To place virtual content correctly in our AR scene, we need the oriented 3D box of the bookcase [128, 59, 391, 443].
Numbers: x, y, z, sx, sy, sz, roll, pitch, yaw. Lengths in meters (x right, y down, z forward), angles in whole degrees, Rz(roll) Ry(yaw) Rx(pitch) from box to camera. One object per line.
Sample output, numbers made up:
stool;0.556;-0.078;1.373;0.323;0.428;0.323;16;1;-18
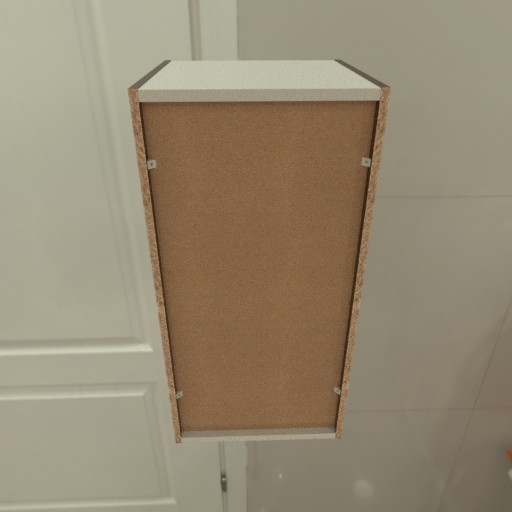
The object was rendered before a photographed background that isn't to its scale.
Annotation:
bookcase;0.000;0.000;0.773;0.300;0.600;0.290;-1;30;-2
